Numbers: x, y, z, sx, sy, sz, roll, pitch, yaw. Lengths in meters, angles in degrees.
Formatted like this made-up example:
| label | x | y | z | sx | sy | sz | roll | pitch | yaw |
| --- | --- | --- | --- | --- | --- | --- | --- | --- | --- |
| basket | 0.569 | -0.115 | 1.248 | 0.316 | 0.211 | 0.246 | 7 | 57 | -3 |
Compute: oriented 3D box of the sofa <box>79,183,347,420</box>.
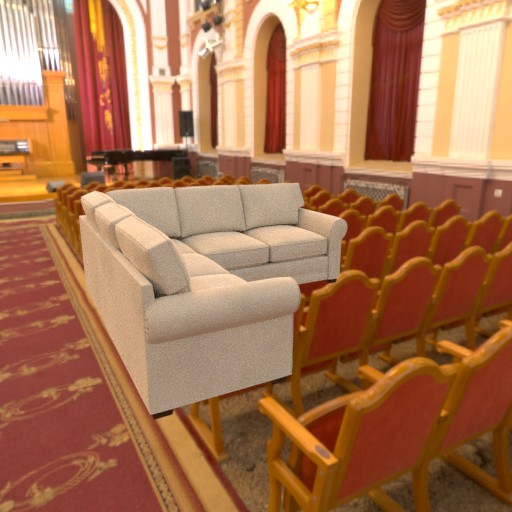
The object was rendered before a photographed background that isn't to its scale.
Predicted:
| label | x | y | z | sx | sy | sz | roll | pitch | yaw |
| --- | --- | --- | --- | --- | --- | --- | --- | --- | --- |
| sofa | 0.000 | 0.000 | 3.879 | 2.569 | 1.054 | 2.487 | -8 | 17 | -27 |
